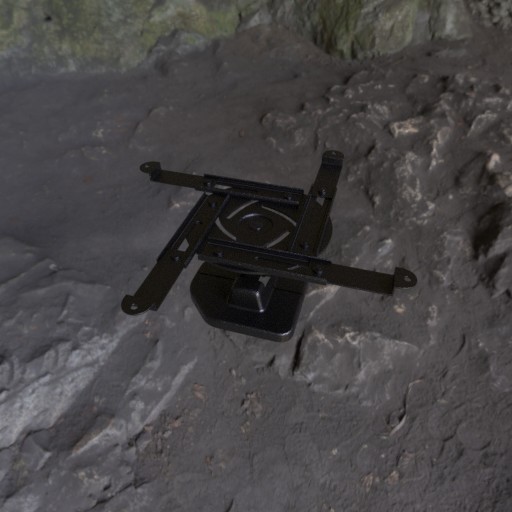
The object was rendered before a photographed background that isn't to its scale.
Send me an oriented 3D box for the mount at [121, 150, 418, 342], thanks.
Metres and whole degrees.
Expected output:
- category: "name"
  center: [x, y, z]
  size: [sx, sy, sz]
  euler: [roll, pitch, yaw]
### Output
- category: "mount"
  center: [0.000, 0.000, 0.602]
  size: [0.394, 0.141, 0.394]
  euler: [11, 42, 13]
